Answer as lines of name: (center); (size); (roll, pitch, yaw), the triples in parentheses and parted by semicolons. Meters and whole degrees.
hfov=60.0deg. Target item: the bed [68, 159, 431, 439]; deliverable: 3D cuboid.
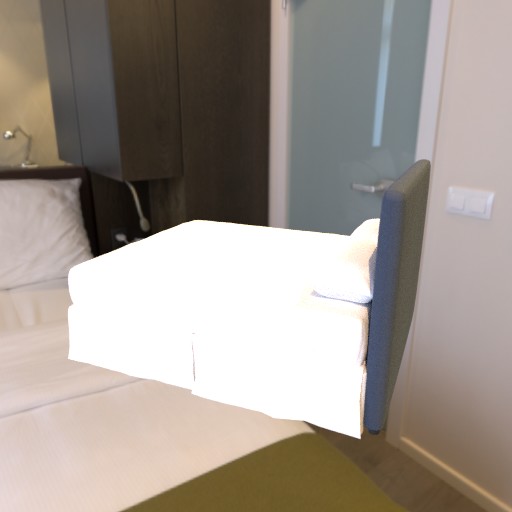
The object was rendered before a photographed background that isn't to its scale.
bed: (0.000, 0.000, 3.208); (2.162, 1.330, 1.713); (8, 19, 23)
